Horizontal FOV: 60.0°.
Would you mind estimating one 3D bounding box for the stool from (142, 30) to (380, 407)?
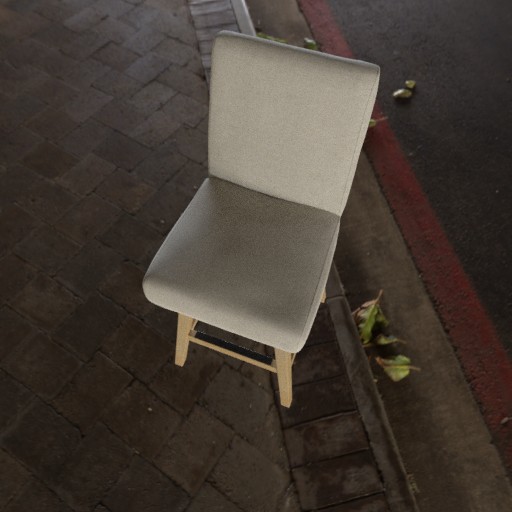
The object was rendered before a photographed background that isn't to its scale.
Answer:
[{"bbox_3d":[0.000,0.000,1.288,0.446,1.015,0.543,18,61,10],"label":"stool"}]
